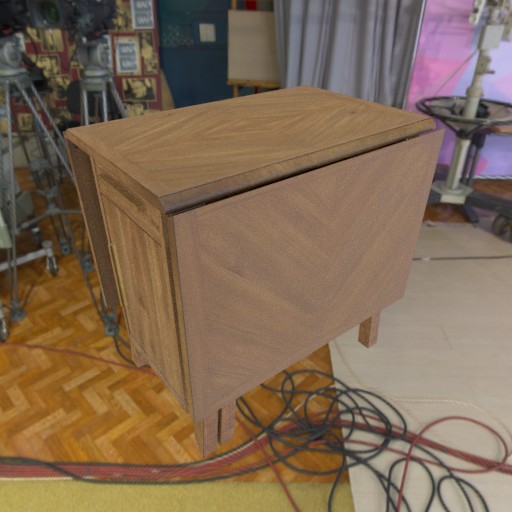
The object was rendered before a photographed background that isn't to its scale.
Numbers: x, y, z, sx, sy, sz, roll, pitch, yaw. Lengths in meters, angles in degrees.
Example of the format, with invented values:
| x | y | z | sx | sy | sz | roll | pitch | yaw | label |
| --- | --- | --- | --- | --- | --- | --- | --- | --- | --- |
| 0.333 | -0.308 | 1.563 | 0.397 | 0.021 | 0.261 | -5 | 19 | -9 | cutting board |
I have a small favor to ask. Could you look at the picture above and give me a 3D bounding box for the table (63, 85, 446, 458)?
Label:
| x | y | z | sx | sy | sz | roll | pitch | yaw | label |
| --- | --- | --- | --- | --- | --- | --- | --- | --- | --- |
| 0.000 | 0.000 | 1.637 | 0.967 | 0.981 | 0.701 | -23 | 39 | -31 | table |
